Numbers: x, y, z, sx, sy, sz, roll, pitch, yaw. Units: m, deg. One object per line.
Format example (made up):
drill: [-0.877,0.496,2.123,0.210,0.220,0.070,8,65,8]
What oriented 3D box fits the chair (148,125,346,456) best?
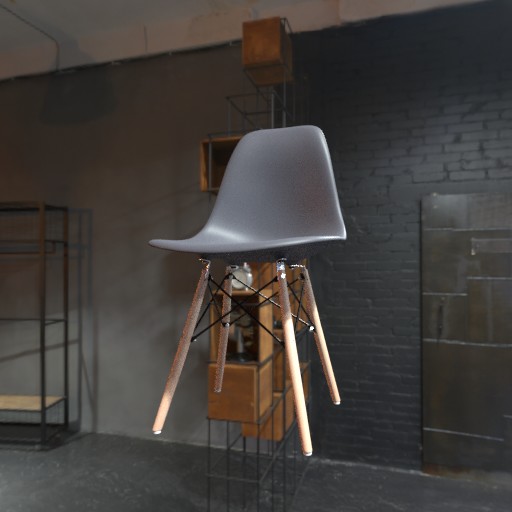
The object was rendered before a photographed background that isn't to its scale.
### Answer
chair: [0.000,0.000,1.158,0.470,0.826,0.533,0,-1,19]
